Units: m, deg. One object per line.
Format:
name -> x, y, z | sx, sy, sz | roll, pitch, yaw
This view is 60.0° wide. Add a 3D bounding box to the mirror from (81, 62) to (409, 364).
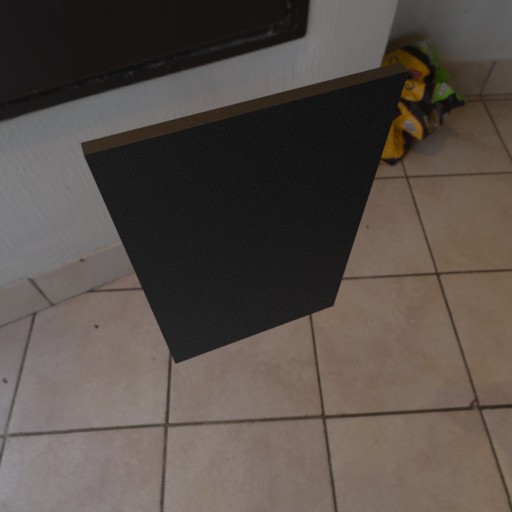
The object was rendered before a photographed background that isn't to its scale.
mirror -> 0.000, 0.000, 1.489 | 0.762, 1.219, 0.038 | -18, 59, -12
